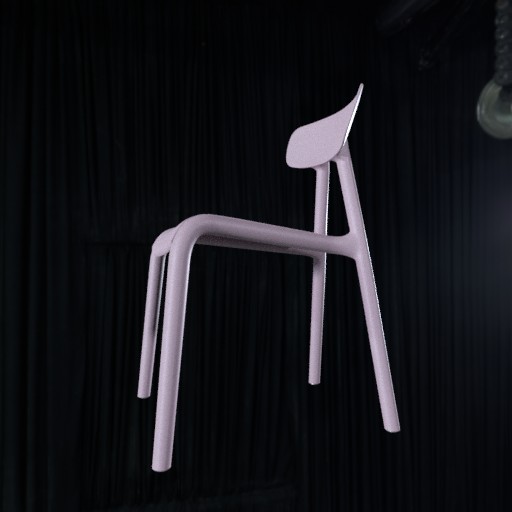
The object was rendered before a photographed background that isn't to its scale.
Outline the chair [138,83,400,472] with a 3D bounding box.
[{"bbox_3d":[0.000,0.000,0.817,0.401,0.580,0.356,0,-1,-18],"label":"chair"}]
